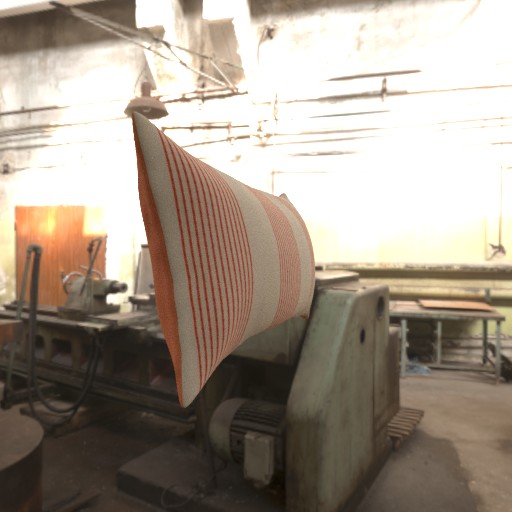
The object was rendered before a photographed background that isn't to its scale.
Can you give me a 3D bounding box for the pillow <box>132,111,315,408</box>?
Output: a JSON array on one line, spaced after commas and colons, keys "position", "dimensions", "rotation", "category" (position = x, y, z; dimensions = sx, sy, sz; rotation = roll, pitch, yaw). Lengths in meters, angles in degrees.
[{"position": [0.000, 0.000, 0.722], "dimensions": [0.156, 0.292, 0.608], "rotation": [0, 0, 18], "category": "pillow"}]
